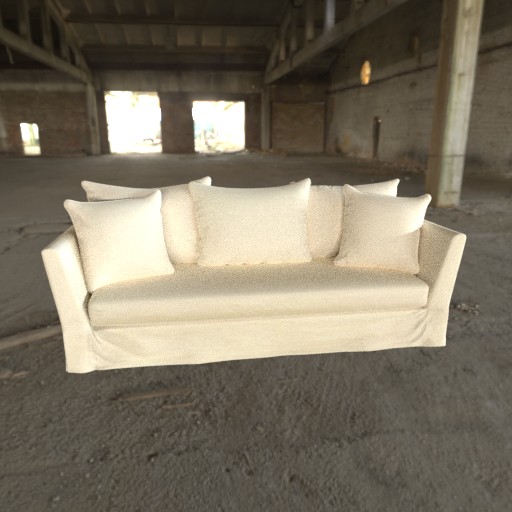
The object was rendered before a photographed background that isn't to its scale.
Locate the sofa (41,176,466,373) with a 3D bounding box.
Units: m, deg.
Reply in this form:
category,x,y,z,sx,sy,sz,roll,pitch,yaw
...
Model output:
category,x,y,z,sx,sy,sz,roll,pitch,yaw
sofa,0.000,0.000,3.080,2.484,1.042,1.030,-2,16,-8
